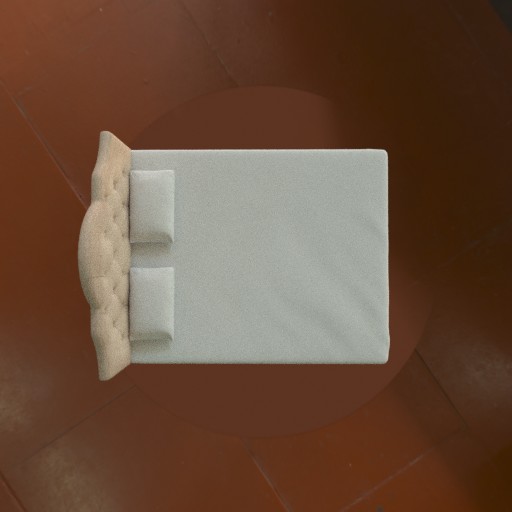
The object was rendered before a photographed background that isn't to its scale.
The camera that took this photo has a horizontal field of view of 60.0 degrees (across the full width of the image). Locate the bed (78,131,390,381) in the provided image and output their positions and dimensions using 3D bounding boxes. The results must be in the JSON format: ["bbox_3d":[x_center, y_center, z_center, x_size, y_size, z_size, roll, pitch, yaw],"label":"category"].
[{"bbox_3d":[0.000,0.000,3.033,1.970,1.194,1.667,0,89,1],"label":"bed"}]
